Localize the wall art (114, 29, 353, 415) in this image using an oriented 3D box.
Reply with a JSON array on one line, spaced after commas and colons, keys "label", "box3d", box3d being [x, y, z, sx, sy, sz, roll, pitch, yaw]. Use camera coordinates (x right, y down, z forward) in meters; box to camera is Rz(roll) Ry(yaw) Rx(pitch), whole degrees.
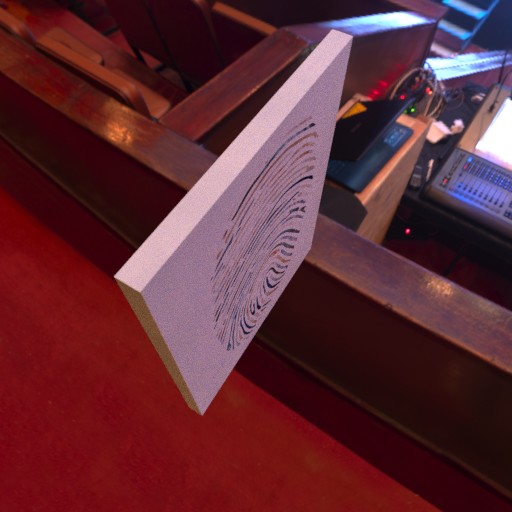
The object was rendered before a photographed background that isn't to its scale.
[{"label": "wall art", "box3d": [0.000, 0.000, 0.825, 0.037, 0.606, 0.508, 28, 63, 16]}]
